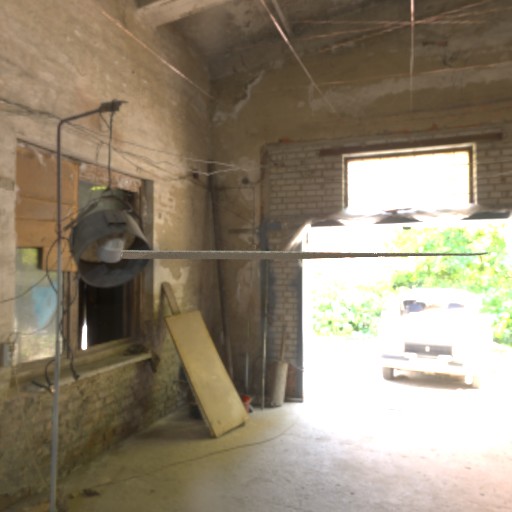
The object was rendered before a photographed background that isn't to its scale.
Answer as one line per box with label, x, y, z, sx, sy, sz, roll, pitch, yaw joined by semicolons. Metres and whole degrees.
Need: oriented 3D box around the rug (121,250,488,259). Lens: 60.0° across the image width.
rug;0.000;0.000;3.918;2.277;0.035;2.897;0;-1;-17
